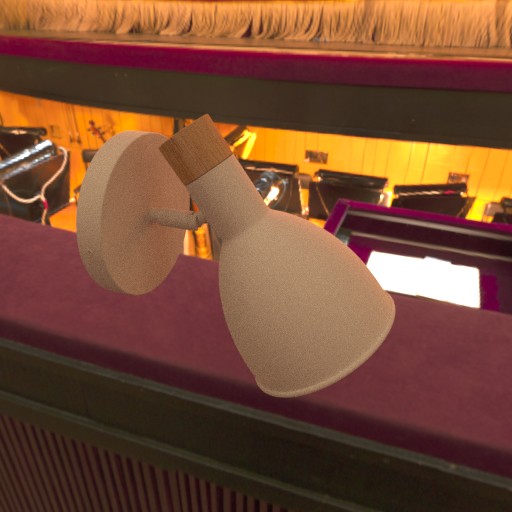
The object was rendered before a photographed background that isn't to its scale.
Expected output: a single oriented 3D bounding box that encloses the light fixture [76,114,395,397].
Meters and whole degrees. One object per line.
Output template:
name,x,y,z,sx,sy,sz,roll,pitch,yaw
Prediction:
light fixture,0.000,0.000,0.330,0.209,0.199,0.127,10,32,16
